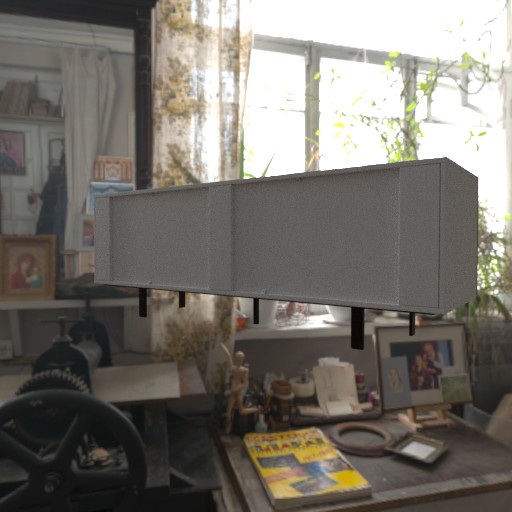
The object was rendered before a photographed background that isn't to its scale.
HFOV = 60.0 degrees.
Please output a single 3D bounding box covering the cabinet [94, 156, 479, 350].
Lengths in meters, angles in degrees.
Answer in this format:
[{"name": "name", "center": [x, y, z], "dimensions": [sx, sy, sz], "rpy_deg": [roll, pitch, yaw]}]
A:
[{"name": "cabinet", "center": [0.000, 0.000, 1.732], "dimensions": [1.499, 0.533, 0.431], "rpy_deg": [1, 2, 36]}]
